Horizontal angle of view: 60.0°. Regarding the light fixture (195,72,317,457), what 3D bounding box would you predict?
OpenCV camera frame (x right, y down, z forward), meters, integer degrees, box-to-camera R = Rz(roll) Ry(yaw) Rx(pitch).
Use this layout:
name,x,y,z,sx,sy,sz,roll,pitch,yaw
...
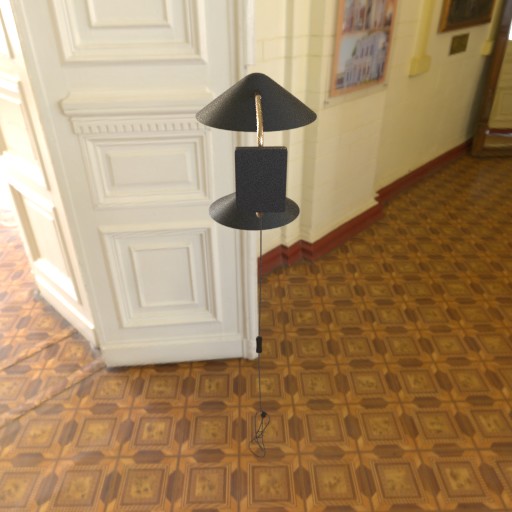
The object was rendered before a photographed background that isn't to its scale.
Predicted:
name,x,y,z,sx,sy,sz,roll,pitch,yaw
light fixture,0.000,0.000,0.840,0.189,0.665,0.422,-1,32,-1
